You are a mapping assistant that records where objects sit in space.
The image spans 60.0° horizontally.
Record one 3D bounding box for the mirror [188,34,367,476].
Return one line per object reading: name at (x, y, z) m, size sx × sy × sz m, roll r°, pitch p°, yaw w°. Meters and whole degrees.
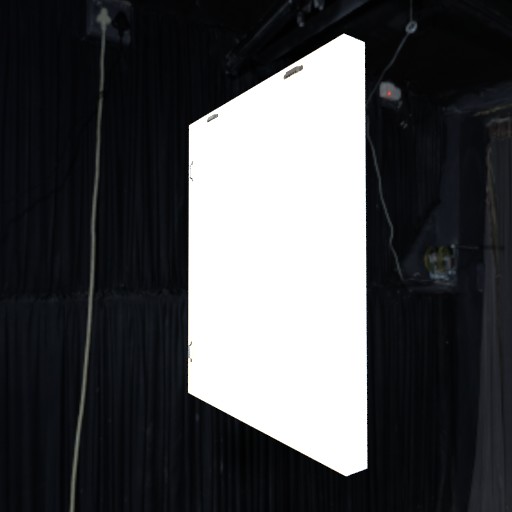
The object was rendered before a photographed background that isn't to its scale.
mirror at (0.000, 0.000, 0.685) m, size 0.041 × 0.509 × 0.406 m, roll 1°, pitch -2°, yaw -34°
